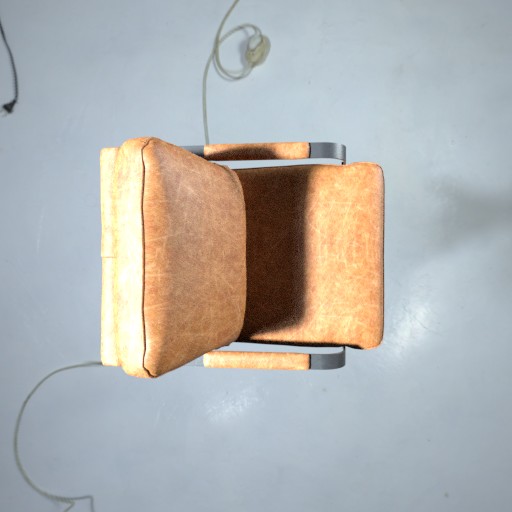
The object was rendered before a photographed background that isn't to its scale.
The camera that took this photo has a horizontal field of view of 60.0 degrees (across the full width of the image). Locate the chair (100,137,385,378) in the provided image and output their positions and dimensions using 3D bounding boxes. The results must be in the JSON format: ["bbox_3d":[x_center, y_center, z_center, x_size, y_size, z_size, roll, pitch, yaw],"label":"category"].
[{"bbox_3d":[0.000,0.000,1.364,0.801,0.777,0.651,0,91,1],"label":"chair"}]
